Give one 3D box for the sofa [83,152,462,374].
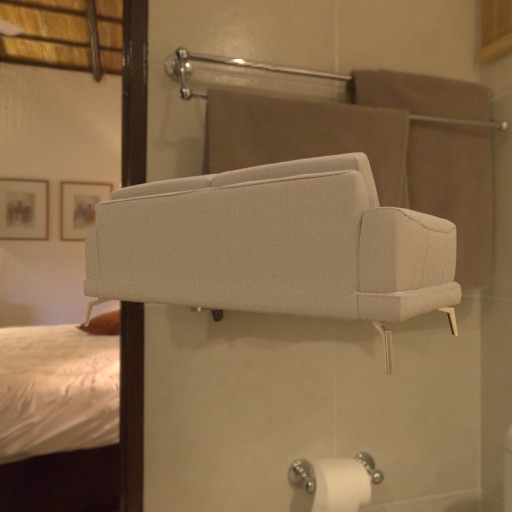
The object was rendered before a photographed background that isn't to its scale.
[{"bbox_3d":[0.000,0.000,2.758,2.177,0.930,1.121,0,0,36],"label":"sofa"}]
